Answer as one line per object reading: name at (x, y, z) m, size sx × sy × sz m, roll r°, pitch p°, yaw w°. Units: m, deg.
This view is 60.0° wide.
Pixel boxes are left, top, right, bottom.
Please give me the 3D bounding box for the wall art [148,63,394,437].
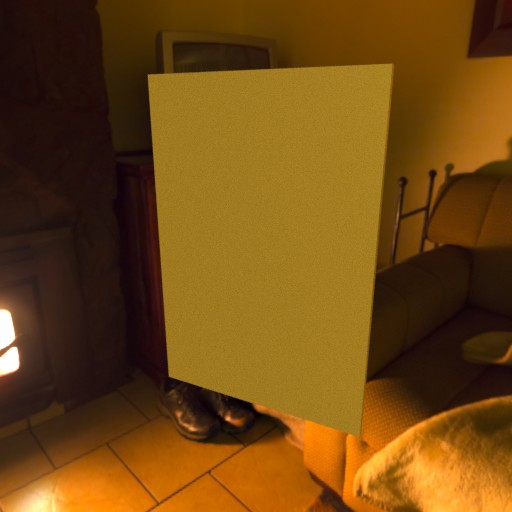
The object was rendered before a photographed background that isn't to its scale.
wall art at (0.000, 0.000, 0.611) m, size 0.325 × 0.474 × 0.010 m, roll 9°, pitch 20°, yaw 25°
